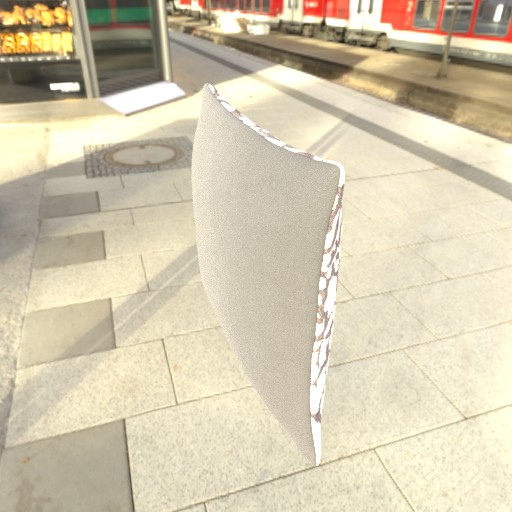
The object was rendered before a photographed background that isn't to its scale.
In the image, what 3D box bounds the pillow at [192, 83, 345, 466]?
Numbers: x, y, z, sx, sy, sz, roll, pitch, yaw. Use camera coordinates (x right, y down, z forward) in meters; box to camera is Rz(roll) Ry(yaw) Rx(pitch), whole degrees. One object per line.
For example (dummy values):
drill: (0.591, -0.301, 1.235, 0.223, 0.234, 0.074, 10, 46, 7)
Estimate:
pillow: (0.000, 0.000, 0.796, 0.166, 0.507, 0.526, -11, 32, -18)
